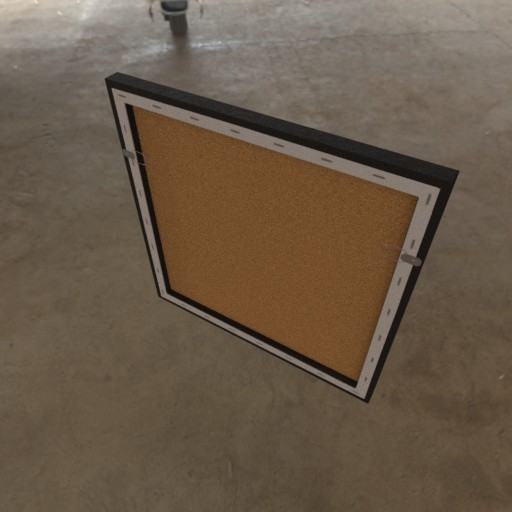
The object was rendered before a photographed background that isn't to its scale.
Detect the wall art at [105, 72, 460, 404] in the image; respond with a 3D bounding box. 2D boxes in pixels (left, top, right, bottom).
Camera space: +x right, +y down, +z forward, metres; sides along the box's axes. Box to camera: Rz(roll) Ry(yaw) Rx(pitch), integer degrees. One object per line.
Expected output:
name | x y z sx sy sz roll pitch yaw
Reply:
wall art | 0.000 0.000 1.125 0.758 0.758 0.044 23 50 21
